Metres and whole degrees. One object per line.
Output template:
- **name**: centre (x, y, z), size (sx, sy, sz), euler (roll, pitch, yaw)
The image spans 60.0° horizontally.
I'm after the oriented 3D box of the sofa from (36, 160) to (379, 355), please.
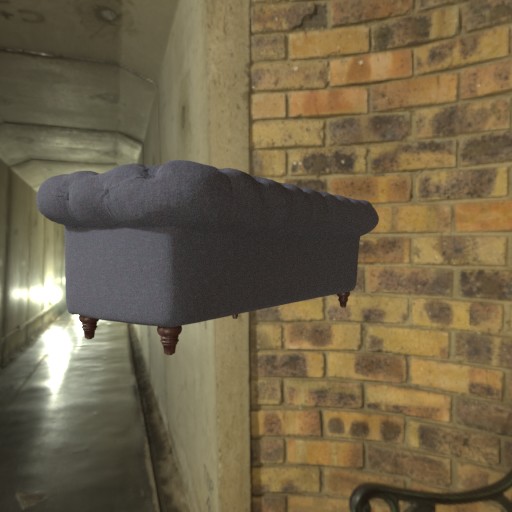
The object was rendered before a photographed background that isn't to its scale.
- **sofa**: centre (0.000, 0.000, 2.802), size (1.046, 0.836, 2.335), euler (1, 1, 35)
